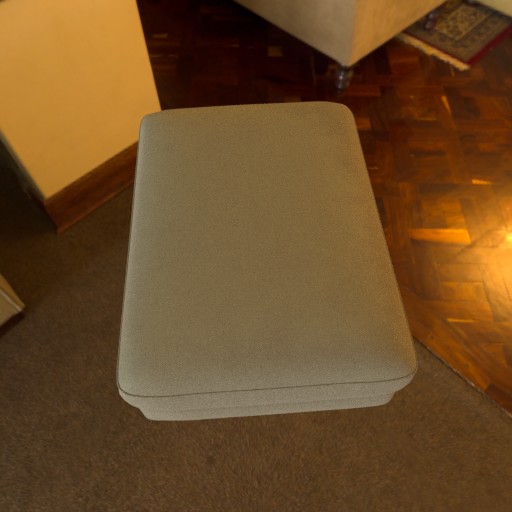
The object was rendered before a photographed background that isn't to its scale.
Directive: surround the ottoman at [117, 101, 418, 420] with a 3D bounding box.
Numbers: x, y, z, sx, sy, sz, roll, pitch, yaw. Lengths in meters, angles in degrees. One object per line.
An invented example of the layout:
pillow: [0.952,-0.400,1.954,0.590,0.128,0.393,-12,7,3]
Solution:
ottoman: [0.000,0.000,1.179,0.608,0.449,0.811,-3,59,-2]
